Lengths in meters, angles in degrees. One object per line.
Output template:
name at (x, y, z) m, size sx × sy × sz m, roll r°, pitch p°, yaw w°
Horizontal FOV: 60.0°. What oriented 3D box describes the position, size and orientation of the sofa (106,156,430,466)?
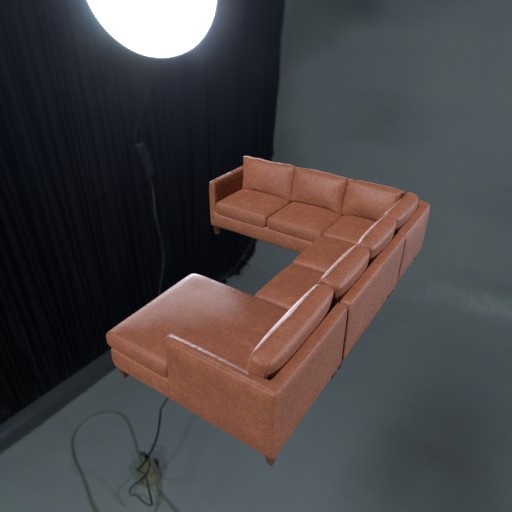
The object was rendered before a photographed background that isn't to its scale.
sofa at (0.000, 0.000, 4.617) m, size 2.593 × 0.923 × 3.460 m, roll 19°, pitch 36°, yaw 29°
